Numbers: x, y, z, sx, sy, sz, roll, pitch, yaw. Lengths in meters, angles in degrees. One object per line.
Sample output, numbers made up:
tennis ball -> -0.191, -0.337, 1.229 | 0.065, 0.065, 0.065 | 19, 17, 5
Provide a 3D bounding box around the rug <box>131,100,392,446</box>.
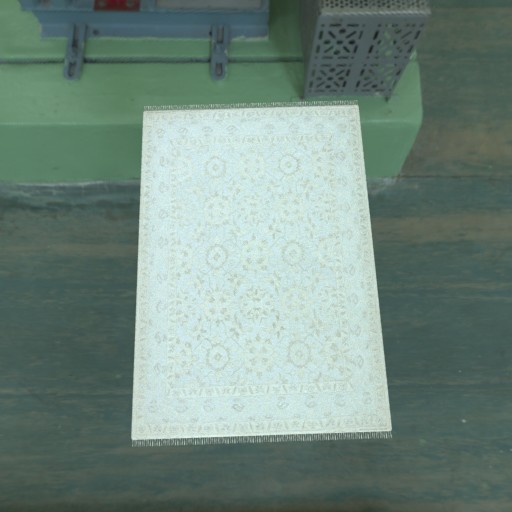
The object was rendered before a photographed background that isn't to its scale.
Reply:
rug -> 0.000, 0.000, 2.850 | 1.514, 0.011, 2.233 | -2, 75, 0
